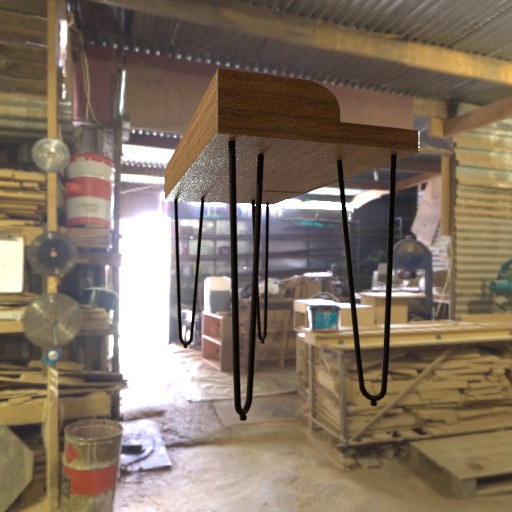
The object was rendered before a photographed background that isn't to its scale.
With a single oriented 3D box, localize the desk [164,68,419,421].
[{"bbox_3d":[0.000,0.000,1.675,0.565,0.854,1.200,0,-1,-17],"label":"desk"}]
